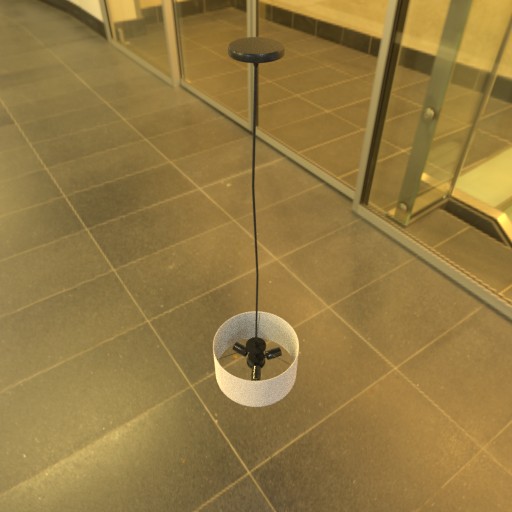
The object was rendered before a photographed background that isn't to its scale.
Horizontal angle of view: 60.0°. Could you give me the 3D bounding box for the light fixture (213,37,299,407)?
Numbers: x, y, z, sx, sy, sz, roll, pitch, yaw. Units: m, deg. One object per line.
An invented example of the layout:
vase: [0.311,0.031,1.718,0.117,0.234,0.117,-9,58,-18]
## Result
light fixture: [0.000,0.000,1.694,0.399,1.516,0.399,0,42,0]
